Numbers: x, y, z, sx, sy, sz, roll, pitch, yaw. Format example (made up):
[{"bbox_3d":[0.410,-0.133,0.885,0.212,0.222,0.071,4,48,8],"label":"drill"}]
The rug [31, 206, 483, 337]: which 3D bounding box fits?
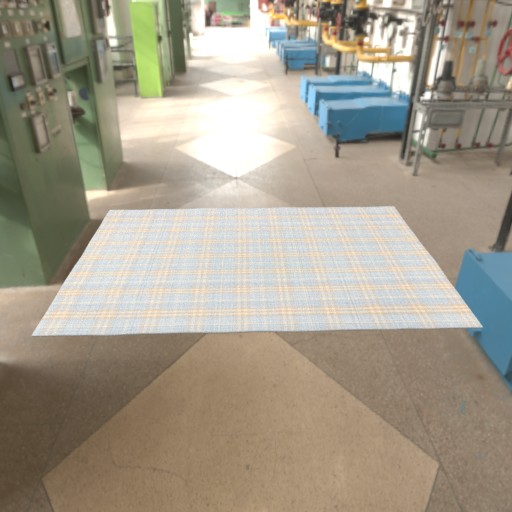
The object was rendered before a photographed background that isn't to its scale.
[{"bbox_3d":[0.000,0.000,2.319,1.835,0.012,1.231,-1,30,-1],"label":"rug"}]
